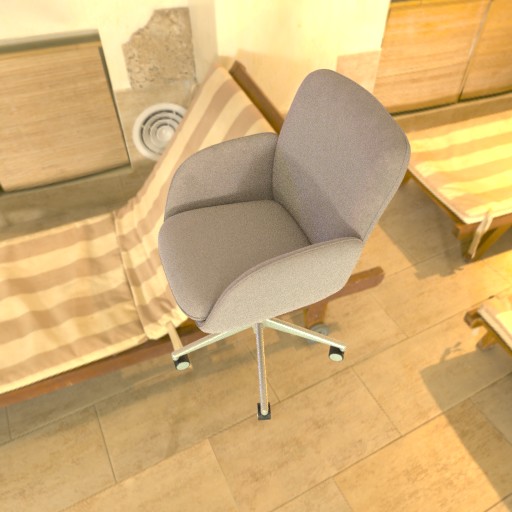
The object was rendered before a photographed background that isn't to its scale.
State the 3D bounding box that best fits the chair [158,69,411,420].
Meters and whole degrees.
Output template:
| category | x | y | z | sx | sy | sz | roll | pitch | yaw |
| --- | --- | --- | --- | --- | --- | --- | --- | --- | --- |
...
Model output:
| category | x | y | z | sx | sy | sz | roll | pitch | yaw |
| --- | --- | --- | --- | --- | --- | --- | --- | --- | --- |
| chair | 0.000 | 0.000 | 1.397 | 0.654 | 0.959 | 0.648 | -16 | 48 | -15 |
